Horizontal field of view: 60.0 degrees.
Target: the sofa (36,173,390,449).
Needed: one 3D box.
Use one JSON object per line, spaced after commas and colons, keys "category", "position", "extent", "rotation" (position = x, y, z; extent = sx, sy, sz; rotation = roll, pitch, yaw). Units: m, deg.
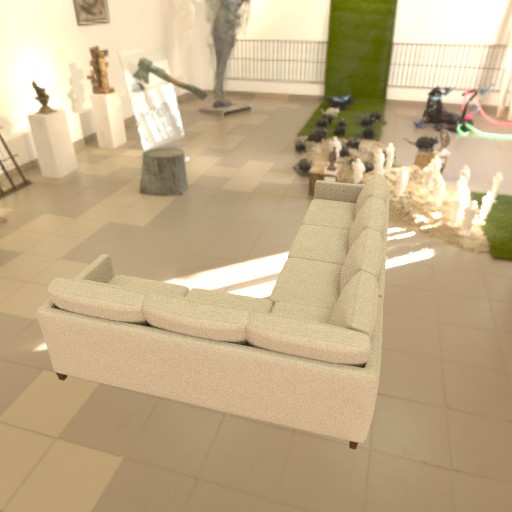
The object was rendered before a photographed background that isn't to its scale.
{"category": "sofa", "position": [0.000, 0.000, 4.464], "extent": [2.522, 0.934, 3.333], "rotation": [8, 31, 14]}
